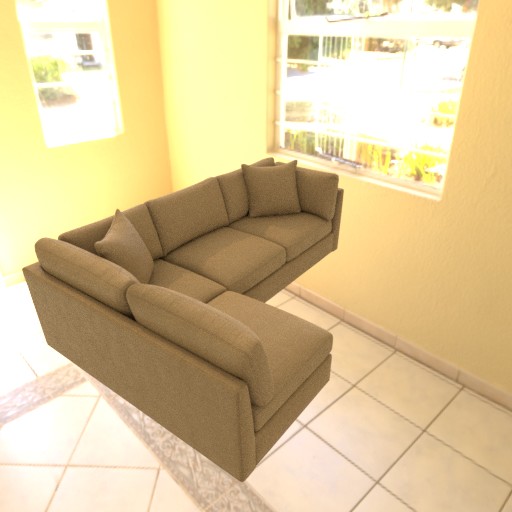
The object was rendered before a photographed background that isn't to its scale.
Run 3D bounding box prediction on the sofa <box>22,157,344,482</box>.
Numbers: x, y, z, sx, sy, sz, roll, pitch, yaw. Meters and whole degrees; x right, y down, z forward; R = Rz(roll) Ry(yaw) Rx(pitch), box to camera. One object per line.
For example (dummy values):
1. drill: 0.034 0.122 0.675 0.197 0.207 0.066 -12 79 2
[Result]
1. sofa: 0.000 0.000 3.711 1.994 0.978 2.896 19 34 32
